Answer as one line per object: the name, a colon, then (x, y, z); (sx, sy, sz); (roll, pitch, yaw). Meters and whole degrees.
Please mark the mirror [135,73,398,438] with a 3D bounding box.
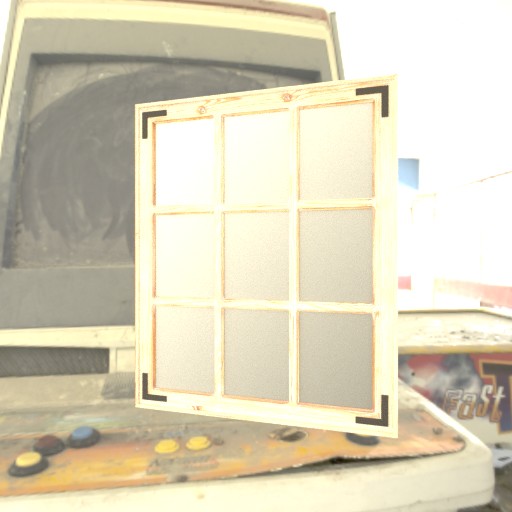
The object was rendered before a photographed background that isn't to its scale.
mirror: (0.000, 0.000, 1.197); (0.730, 0.882, 0.032); (0, 0, 18)
